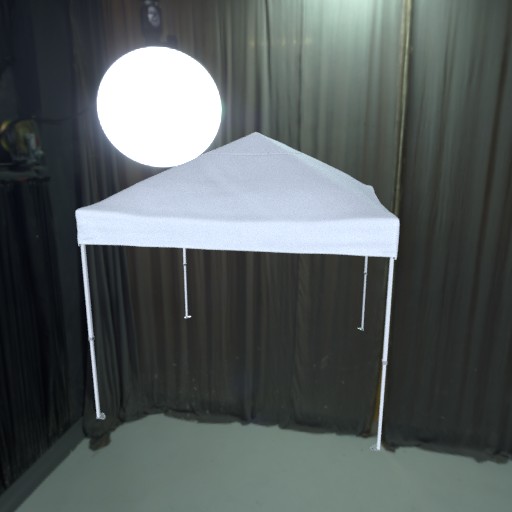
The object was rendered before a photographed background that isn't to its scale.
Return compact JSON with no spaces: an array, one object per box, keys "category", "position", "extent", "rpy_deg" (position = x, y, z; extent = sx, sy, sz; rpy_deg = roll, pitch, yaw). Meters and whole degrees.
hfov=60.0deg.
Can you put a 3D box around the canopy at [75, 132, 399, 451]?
[{"category":"canopy","position":[0.000,0.000,5.561],"extent":[2.996,2.997,2.998],"rpy_deg":[3,14,10]}]
